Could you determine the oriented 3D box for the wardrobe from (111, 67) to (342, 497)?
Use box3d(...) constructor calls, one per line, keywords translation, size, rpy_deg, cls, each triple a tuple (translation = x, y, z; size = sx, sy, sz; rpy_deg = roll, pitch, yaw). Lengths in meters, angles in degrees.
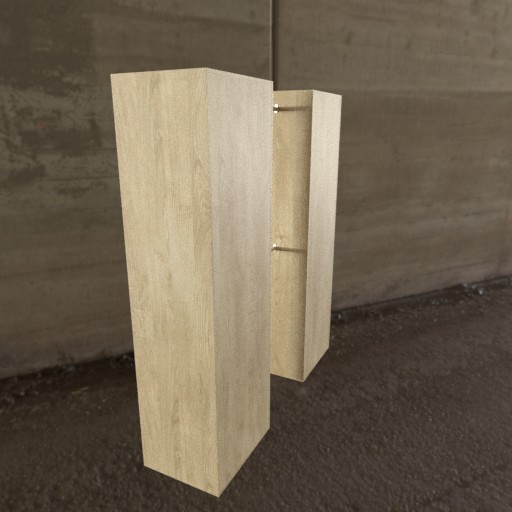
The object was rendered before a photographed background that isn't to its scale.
box3d(translation=(0.000, 0.000, 2.807), size=(0.480, 2.000, 1.770), rpy_deg=(8, 18, 26), cls="wardrobe")
